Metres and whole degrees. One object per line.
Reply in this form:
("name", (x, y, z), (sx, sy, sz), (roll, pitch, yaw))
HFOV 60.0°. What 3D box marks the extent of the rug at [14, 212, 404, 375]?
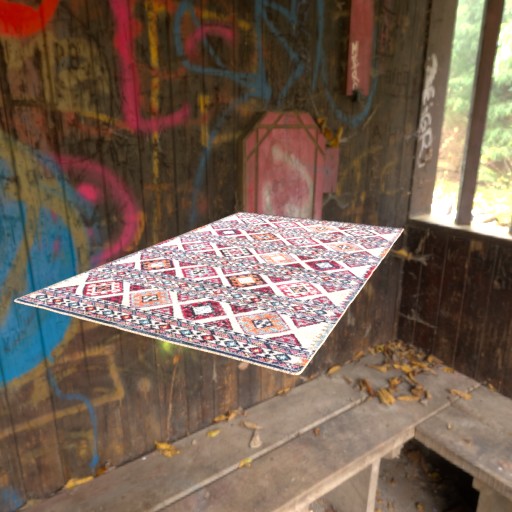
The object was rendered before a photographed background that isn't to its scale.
("rug", (0.000, 0.000, 2.954), (1.545, 0.010, 2.440), (8, 19, 25))
